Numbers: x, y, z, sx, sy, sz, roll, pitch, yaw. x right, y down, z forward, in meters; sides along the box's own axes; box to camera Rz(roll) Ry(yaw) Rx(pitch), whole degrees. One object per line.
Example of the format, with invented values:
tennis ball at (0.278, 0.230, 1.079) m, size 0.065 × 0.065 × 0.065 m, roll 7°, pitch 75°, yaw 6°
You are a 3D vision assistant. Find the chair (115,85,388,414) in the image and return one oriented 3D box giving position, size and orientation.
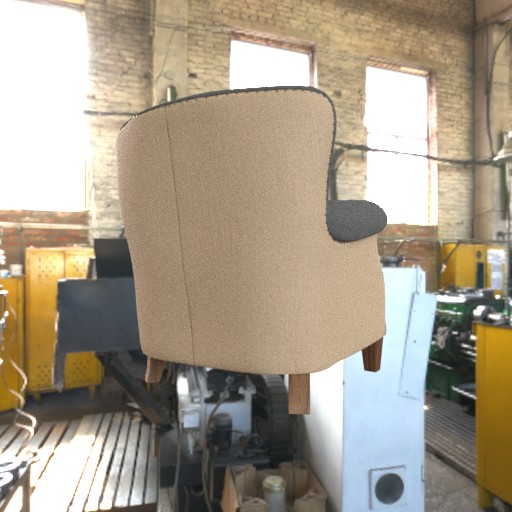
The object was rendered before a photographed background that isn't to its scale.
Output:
chair at (0.000, 0.000, 1.658) m, size 0.861 × 0.936 × 0.921 m, roll 0°, pitch -1°, yaw 35°
